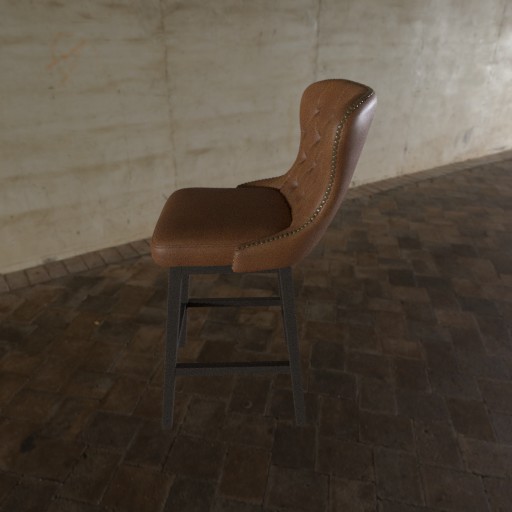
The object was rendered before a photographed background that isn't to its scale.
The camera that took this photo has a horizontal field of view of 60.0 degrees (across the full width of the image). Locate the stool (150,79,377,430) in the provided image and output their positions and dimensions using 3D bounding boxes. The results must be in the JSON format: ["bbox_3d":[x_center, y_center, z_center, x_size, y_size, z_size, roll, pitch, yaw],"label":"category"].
[{"bbox_3d":[0.000,0.000,1.339,0.593,0.971,0.528,-1,27,-2],"label":"stool"}]
